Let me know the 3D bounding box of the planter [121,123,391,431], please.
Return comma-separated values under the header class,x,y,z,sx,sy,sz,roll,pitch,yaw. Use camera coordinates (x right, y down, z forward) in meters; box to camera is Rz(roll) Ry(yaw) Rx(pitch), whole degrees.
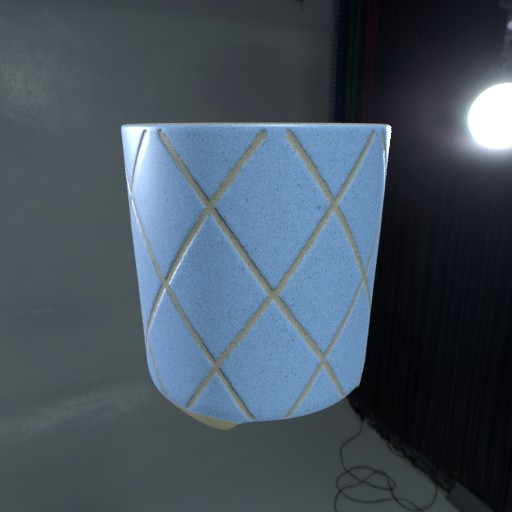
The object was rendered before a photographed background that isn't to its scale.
class,x,y,z,sx,sy,sz,roll,pitch,yaw
planter,0.000,0.000,0.353,0.191,0.200,0.191,0,16,0
